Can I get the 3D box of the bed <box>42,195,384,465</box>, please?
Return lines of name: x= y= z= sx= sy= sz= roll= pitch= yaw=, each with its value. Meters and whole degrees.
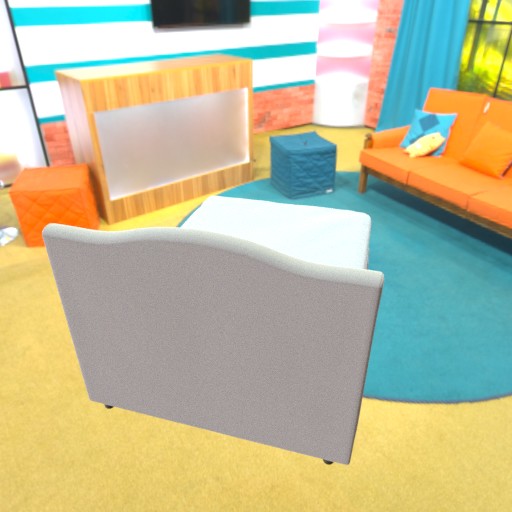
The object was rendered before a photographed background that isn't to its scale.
bed: x=0.000 y=0.000 z=3.307 sx=1.753 sy=1.460 sz=2.143 roll=8 pitch=32 yaw=14
